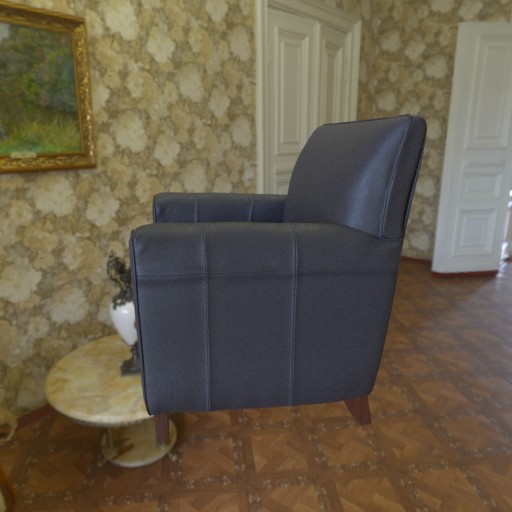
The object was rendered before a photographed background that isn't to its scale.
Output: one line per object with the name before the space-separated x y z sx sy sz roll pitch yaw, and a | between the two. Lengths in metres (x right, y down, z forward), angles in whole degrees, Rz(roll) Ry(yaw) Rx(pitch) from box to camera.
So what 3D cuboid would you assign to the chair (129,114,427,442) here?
chair | 0.000 0.000 1.599 0.825 0.943 0.870 -2 15 -8
